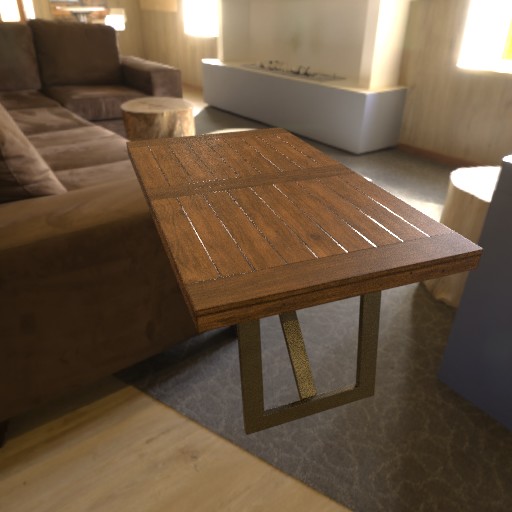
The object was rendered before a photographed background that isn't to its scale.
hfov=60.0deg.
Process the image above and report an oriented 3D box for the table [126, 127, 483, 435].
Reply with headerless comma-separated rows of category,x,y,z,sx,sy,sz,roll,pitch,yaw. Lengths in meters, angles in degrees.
table,0.000,0.000,2.121,0.931,0.757,1.641,-10,32,-17
